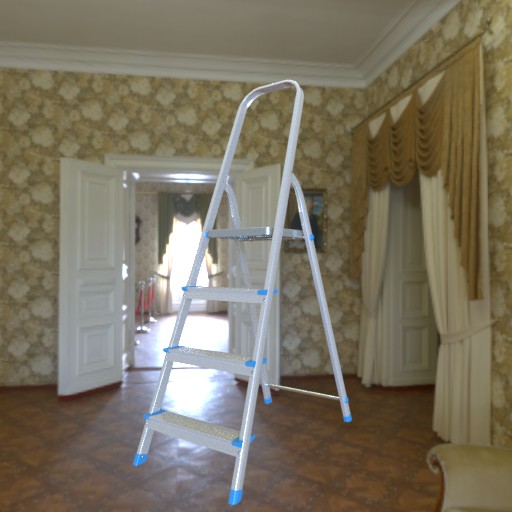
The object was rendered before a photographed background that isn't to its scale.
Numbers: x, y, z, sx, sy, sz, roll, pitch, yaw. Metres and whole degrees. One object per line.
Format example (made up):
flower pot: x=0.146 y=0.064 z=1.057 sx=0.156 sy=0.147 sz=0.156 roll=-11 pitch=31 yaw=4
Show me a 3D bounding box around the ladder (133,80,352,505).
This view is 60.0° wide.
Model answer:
ladder: x=0.000 y=0.000 z=1.742 sx=0.445 sy=1.434 sz=0.842 roll=0 pitch=-1 yaw=35
